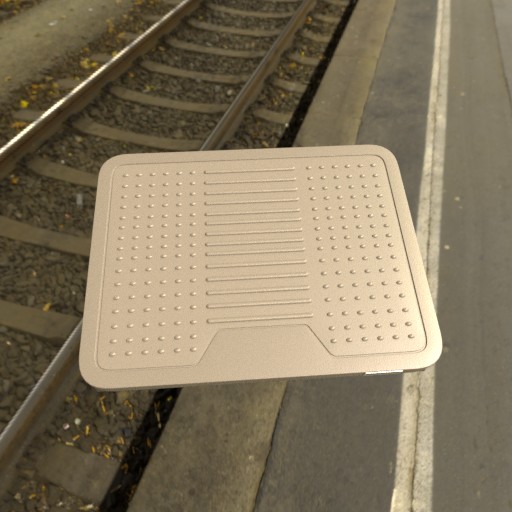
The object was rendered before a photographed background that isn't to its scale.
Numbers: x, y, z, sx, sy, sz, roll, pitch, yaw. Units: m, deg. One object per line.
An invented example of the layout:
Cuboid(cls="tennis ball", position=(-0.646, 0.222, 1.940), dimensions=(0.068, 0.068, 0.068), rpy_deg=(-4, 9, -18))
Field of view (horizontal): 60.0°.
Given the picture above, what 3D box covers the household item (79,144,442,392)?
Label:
Cuboid(cls="household item", position=(0.000, 0.000, 0.543), dimensions=(0.390, 0.126, 0.301), rpy_deg=(-3, 47, -3))
